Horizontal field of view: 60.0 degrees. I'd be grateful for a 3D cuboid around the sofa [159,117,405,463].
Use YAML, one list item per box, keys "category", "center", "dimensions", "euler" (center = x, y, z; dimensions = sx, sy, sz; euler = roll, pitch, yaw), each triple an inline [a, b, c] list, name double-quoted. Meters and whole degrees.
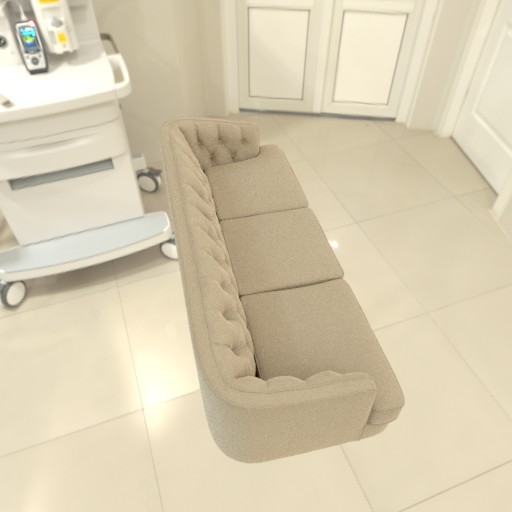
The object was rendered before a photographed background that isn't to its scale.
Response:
- category: "sofa"
  center: [0.000, 0.000, 2.756]
  dimensions: [0.941, 0.855, 2.278]
  euler: [-10, 47, -9]
